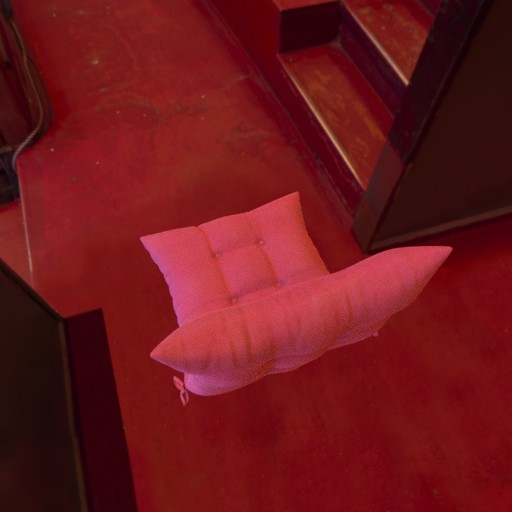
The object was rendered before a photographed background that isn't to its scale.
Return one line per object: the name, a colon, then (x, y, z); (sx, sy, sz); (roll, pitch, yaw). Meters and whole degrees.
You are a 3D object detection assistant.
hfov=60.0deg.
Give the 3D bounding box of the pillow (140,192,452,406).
pillow: (0.000, 0.000, 1.015); (0.541, 0.536, 0.585); (-18, 61, -10)
